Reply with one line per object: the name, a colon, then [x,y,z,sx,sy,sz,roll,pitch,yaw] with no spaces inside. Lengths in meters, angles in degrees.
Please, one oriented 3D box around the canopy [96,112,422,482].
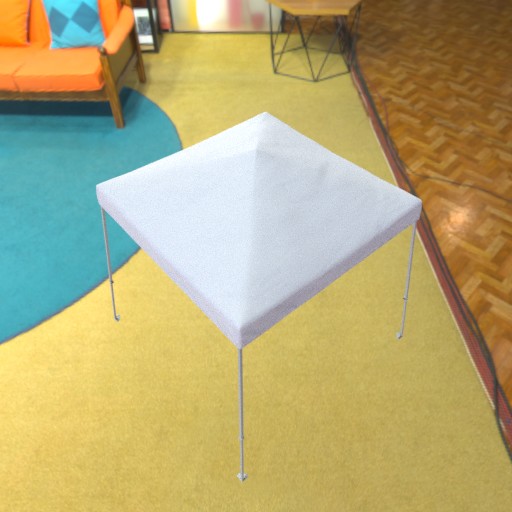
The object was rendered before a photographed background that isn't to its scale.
canopy: [0.000,0.000,5.134,2.850,2.850,2.849,-32,54,-27]
